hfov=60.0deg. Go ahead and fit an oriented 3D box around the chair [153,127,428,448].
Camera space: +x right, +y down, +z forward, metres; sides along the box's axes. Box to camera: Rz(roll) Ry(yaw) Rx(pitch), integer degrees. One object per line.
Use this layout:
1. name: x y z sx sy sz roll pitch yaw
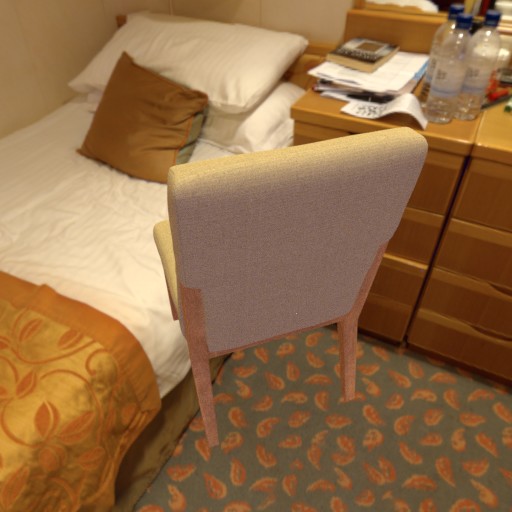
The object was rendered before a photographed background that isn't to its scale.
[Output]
1. chair: 0.000 0.000 1.240 0.507 0.911 0.586 -13 43 -15
